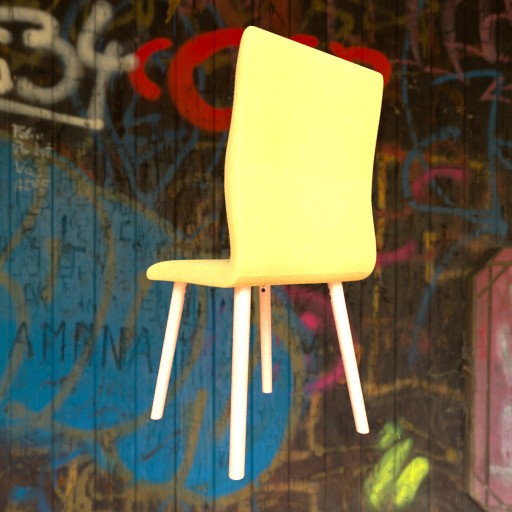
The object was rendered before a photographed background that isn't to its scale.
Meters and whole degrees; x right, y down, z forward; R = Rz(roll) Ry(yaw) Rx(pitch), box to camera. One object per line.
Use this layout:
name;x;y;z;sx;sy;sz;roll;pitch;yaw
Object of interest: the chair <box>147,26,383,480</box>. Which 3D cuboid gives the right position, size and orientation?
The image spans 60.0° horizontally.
chair;0.000;0.000;1.267;0.450;0.965;0.550;0;0;-36
